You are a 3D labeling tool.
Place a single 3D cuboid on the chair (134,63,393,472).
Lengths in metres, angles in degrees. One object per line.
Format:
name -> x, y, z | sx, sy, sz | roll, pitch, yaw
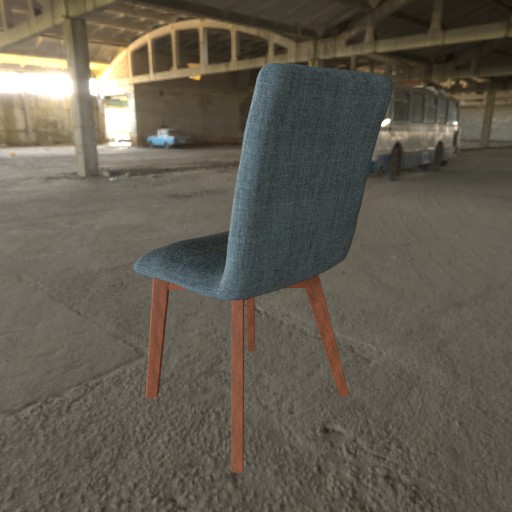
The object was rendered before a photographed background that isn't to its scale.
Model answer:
chair -> 0.000, 0.000, 1.289 | 0.522, 0.974, 0.563 | -15, 22, -42
